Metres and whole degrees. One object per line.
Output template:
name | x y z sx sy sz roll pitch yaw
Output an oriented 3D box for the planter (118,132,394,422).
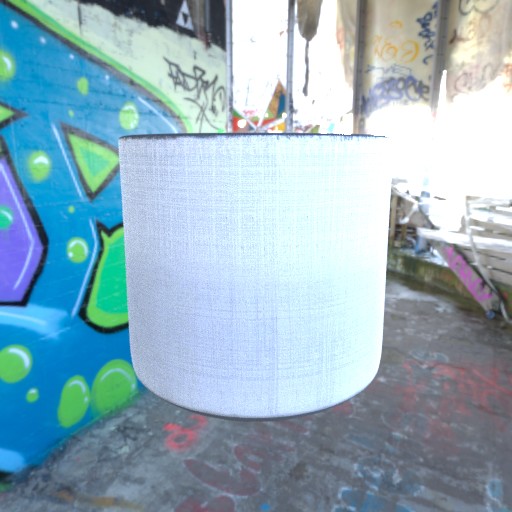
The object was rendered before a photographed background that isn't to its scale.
planter | 0.000 0.000 0.387 0.221 0.201 0.221 0 14 0
